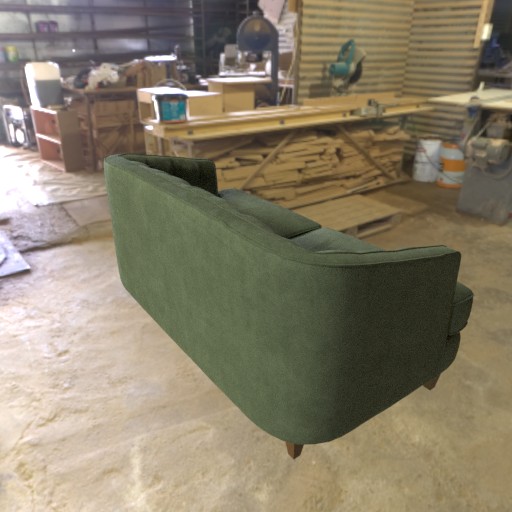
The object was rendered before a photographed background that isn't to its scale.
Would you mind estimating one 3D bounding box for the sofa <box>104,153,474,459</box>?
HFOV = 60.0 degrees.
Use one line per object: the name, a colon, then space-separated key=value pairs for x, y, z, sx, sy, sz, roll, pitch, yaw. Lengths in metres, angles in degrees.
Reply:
sofa: x=0.000 y=0.000 z=2.130 sx=0.941 sy=0.855 sz=1.733 roll=-18 pitch=31 yaw=-32
